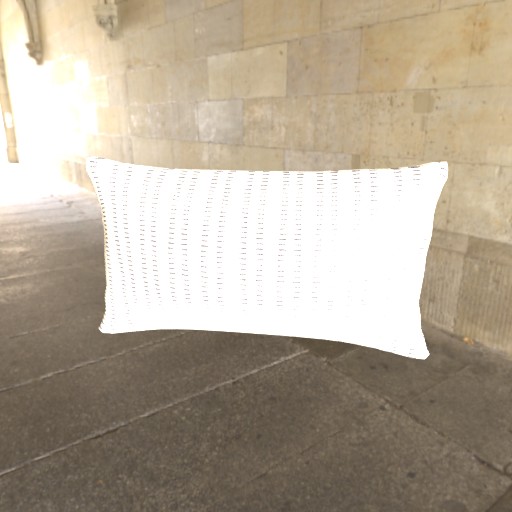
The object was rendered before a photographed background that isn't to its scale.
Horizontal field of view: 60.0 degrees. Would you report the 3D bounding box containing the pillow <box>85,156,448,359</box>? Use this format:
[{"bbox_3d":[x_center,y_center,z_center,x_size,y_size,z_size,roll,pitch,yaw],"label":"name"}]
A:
[{"bbox_3d":[0.000,0.000,0.818,0.640,0.353,0.210,3,17,9],"label":"pillow"}]
